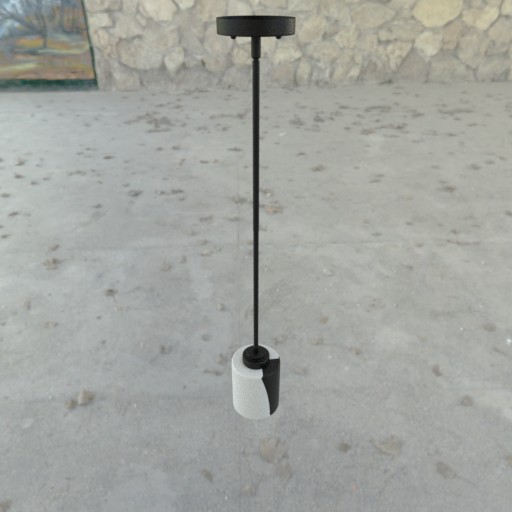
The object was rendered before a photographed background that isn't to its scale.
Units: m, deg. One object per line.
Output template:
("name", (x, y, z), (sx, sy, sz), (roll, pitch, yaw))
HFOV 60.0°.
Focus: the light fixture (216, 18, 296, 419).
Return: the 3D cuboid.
("light fixture", (0.000, 0.000, 0.909), (0.123, 0.863, 0.123), (-1, 31, -1))
